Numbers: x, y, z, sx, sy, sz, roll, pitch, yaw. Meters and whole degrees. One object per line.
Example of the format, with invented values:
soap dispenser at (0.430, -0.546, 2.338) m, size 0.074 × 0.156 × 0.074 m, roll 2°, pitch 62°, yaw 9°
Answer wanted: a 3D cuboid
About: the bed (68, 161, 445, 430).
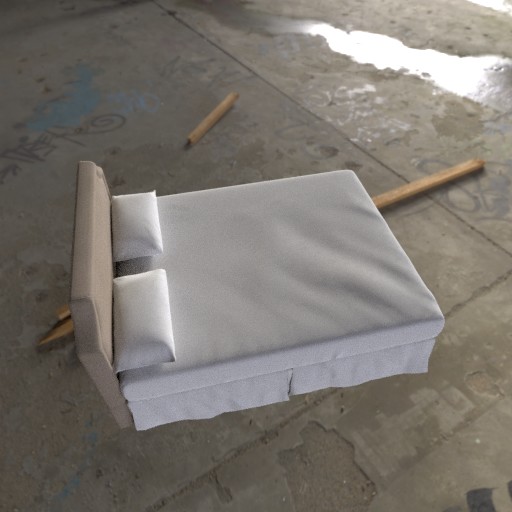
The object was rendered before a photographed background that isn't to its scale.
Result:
bed at (0.000, 0.000, 3.585) m, size 2.498 × 1.293 × 1.977 m, roll -10°, pitch 48°, yaw -9°
